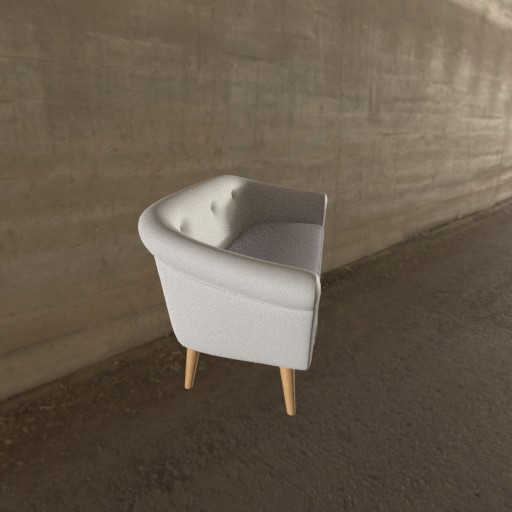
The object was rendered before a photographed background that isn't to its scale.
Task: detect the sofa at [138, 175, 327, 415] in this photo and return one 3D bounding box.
[{"bbox_3d":[0.000,0.000,2.612,0.827,0.795,2.160,3,16,9],"label":"sofa"}]
